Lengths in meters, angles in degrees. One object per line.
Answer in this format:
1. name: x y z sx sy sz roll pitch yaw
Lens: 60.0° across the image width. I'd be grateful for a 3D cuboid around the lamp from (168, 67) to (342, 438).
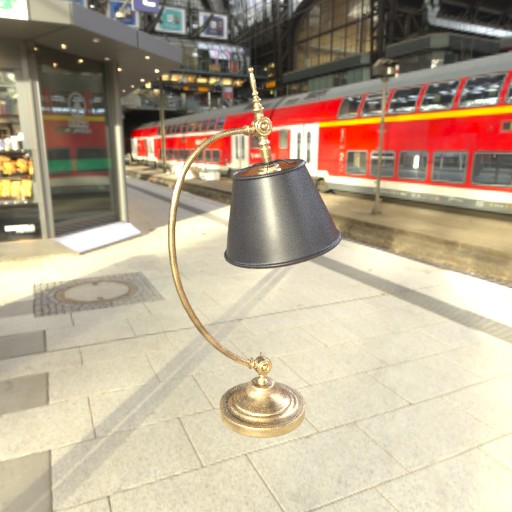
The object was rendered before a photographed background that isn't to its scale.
1. lamp: 0.000 0.000 0.853 0.344 0.675 0.235 -7 16 -26
